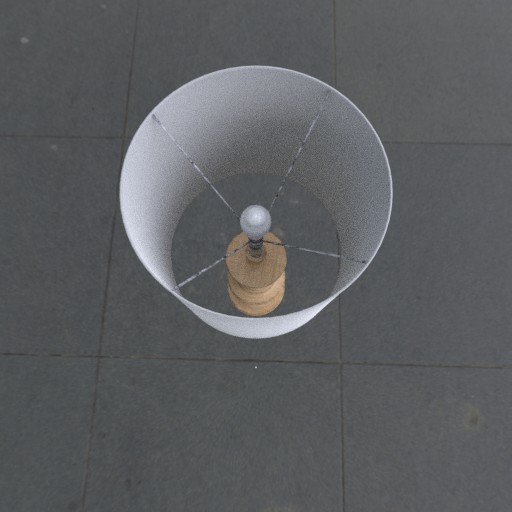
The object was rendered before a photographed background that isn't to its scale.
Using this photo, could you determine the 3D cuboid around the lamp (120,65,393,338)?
[{"bbox_3d":[0.000,0.000,0.560,0.208,0.455,0.208,16,76,4],"label":"lamp"}]
